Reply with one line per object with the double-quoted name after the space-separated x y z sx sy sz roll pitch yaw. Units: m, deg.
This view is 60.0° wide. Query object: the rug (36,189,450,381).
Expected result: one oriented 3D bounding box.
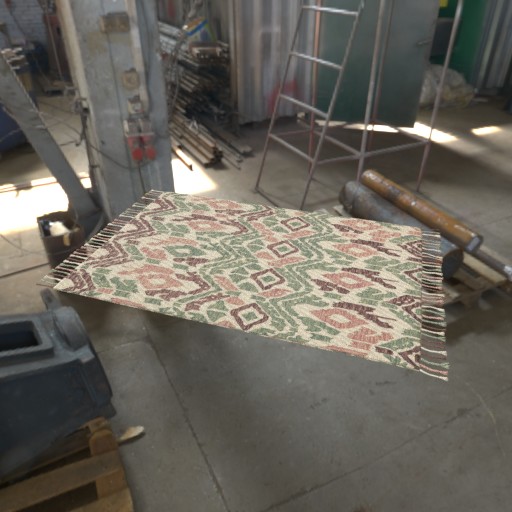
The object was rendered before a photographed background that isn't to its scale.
0.000 0.000 3.032 2.438 0.011 1.524 10 34 15 "rug"
